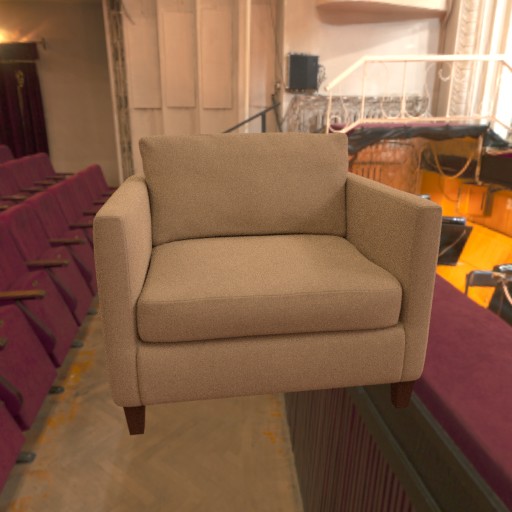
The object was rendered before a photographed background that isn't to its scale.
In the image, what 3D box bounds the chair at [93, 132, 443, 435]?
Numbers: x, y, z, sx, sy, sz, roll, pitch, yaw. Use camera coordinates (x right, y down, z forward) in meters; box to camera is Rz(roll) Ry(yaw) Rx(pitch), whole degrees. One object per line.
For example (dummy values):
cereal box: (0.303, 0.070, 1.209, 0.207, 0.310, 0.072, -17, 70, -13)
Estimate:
chair: (0.000, 0.000, 1.819, 1.107, 0.961, 0.959, -3, 18, -8)
